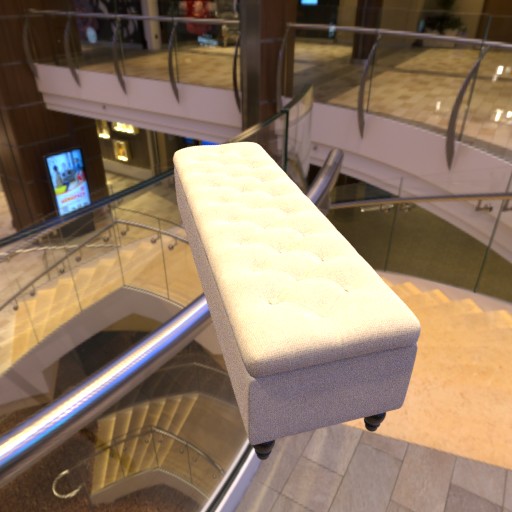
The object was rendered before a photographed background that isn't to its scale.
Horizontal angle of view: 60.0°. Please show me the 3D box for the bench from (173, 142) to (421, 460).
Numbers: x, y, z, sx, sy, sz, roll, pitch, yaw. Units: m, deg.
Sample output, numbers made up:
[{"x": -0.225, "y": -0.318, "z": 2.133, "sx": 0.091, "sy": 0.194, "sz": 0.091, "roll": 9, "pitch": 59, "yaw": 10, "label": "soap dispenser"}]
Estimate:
[{"x": 0.000, "y": 0.000, "z": 1.738, "sx": 0.455, "sy": 0.467, "sz": 1.480, "roll": -8, "pitch": 33, "yaw": -13, "label": "bench"}]
